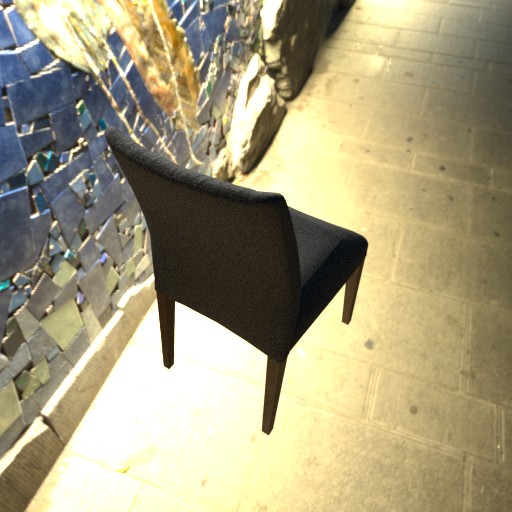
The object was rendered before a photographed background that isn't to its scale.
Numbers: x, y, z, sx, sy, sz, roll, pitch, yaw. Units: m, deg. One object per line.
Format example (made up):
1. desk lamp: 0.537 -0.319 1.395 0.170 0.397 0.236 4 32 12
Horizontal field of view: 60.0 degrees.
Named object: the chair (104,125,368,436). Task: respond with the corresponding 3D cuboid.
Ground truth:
1. chair: 0.000 0.000 1.302 0.496 0.940 0.585 26 52 23
